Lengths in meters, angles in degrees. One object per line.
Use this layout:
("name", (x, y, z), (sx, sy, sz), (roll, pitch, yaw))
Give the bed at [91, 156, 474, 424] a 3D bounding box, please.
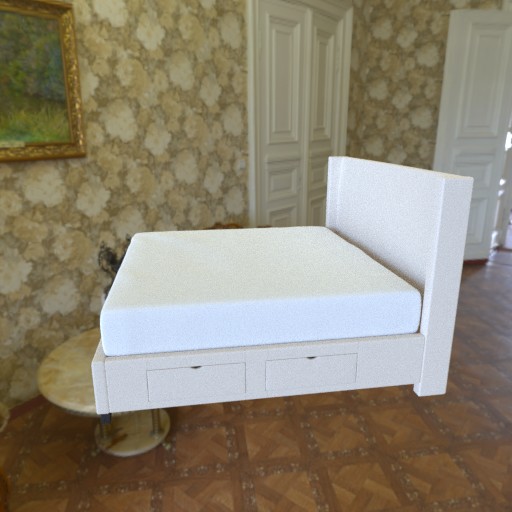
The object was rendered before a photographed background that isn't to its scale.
("bed", (0.000, 0.000, 3.658), (2.293, 1.471, 2.145), (-3, 16, -9))
